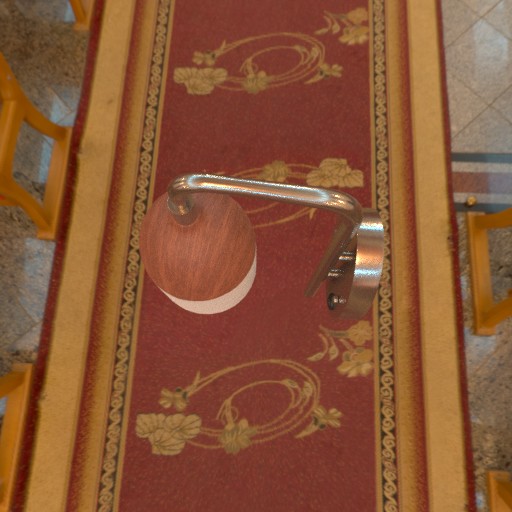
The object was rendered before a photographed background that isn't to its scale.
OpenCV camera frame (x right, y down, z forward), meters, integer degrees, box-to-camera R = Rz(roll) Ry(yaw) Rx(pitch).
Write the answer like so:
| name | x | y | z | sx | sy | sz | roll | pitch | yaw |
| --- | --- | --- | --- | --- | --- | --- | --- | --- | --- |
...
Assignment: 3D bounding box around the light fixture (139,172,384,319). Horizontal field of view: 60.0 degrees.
| name | x | y | z | sx | sy | sz | roll | pitch | yaw |
| --- | --- | --- | --- | --- | --- | --- | --- | --- | --- |
| light fixture | 0.000 | 0.000 | 0.441 | 0.216 | 0.343 | 0.108 | 3 | 74 | 1 |
